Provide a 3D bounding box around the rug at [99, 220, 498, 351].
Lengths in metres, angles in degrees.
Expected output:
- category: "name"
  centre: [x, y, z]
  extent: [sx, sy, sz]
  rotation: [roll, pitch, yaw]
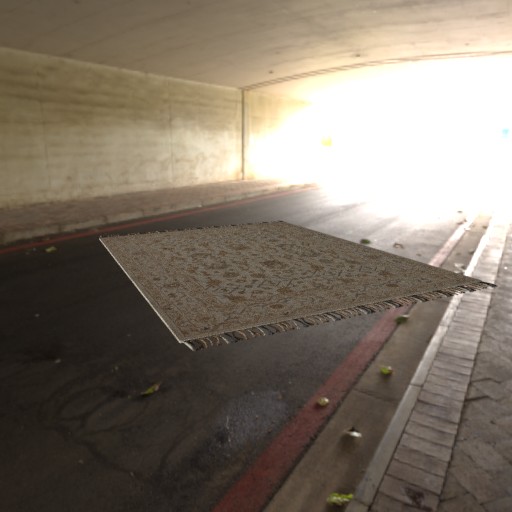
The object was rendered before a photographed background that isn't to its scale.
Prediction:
- category: "rug"
  centre: [0.000, 0.000, 2.213]
  extent: [1.278, 0.009, 1.726]
  rotation: [-7, 16, -26]
